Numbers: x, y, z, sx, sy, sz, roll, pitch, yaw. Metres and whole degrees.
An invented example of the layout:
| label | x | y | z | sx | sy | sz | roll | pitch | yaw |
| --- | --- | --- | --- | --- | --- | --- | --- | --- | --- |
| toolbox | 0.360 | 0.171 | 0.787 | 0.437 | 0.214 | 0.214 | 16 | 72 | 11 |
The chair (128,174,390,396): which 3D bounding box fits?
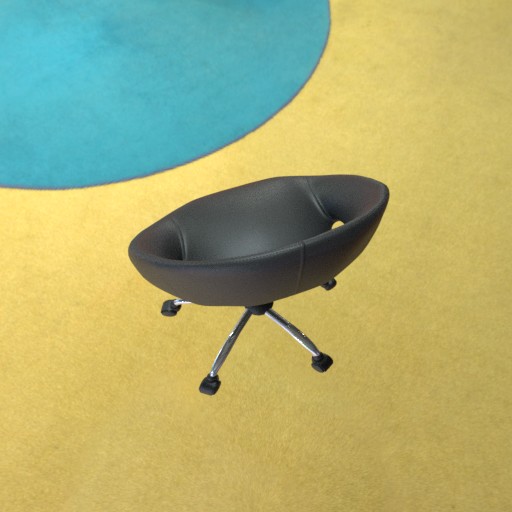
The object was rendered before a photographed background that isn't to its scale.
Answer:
| label | x | y | z | sx | sy | sz | roll | pitch | yaw |
| --- | --- | --- | --- | --- | --- | --- | --- | --- | --- |
| chair | 0.000 | 0.000 | 1.186 | 0.612 | 0.791 | 0.538 | -17 | 61 | -10 |
